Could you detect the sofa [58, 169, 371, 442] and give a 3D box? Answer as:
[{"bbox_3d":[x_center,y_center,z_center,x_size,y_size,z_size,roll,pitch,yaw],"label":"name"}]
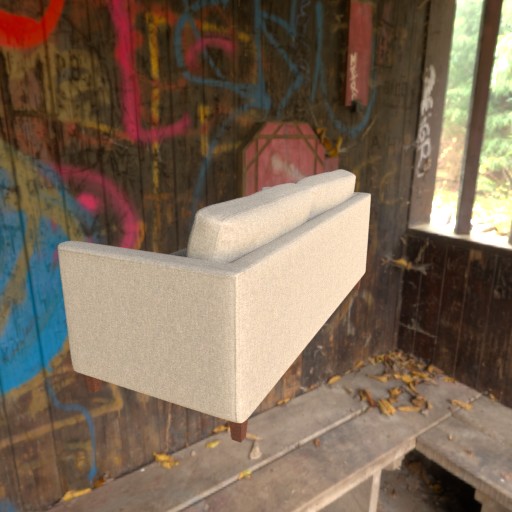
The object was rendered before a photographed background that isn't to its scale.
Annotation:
[{"bbox_3d":[0.000,0.000,2.772,0.956,0.963,2.208,8,18,25],"label":"sofa"}]
